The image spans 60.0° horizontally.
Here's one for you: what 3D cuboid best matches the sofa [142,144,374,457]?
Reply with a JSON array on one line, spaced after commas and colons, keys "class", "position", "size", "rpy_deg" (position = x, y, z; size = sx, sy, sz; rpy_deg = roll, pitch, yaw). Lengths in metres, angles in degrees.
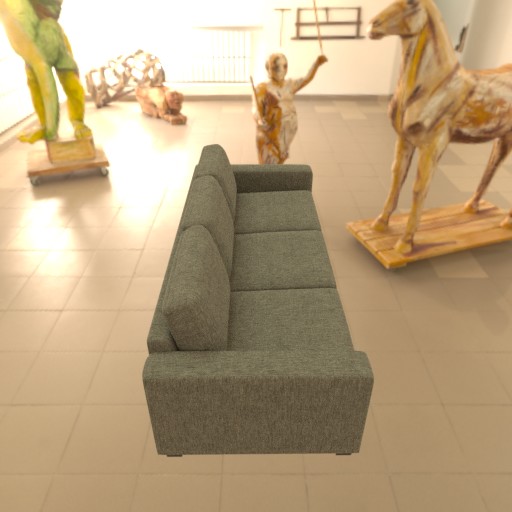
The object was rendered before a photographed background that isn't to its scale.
[{"class": "sofa", "position": [0.000, 0.000, 2.646], "size": [0.900, 0.800, 2.160], "rpy_deg": [0, 33, 0]}]
